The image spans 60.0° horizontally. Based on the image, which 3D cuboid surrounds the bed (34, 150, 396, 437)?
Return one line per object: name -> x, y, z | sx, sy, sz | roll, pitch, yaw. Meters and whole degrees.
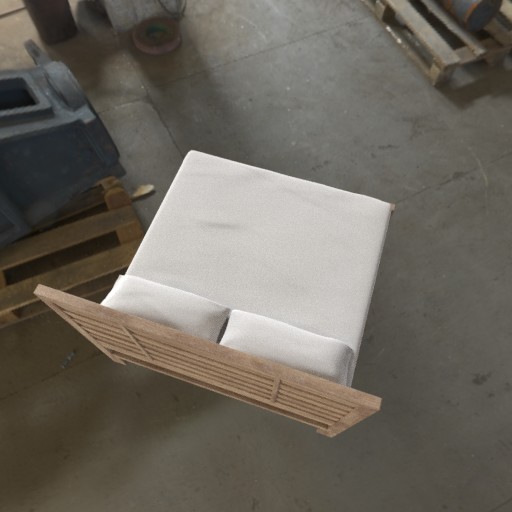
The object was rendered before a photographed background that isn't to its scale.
bed -> 0.000, 0.000, 3.581 | 2.032, 1.626, 2.062 | 17, 64, 8
